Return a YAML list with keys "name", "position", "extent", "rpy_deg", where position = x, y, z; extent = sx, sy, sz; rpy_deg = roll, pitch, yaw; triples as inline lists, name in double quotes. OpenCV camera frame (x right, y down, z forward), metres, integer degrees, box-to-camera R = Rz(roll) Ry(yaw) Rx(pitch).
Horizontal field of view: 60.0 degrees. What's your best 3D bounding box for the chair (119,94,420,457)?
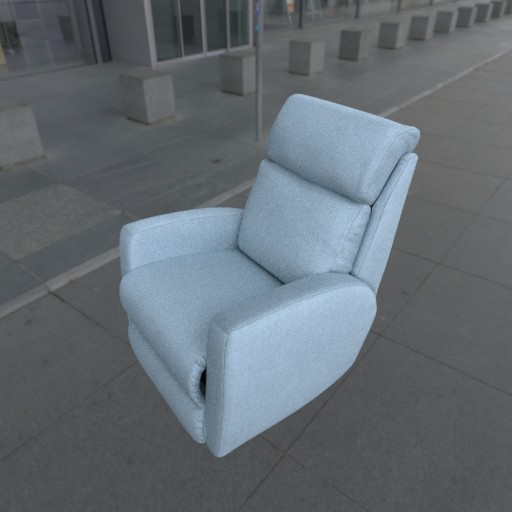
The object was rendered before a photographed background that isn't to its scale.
- name: "chair"
  position: [0.000, 0.000, 1.694]
  extent: [0.940, 1.013, 0.812]
  rpy_deg: [-22, 39, -30]
